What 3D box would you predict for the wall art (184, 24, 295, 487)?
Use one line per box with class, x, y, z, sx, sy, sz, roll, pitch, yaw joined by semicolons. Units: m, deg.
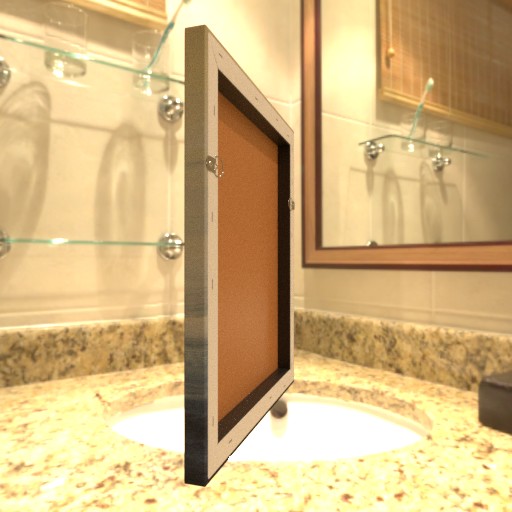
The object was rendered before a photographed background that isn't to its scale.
wall art;0.000;0.000;0.970;0.041;0.710;0.608;0;0;18
